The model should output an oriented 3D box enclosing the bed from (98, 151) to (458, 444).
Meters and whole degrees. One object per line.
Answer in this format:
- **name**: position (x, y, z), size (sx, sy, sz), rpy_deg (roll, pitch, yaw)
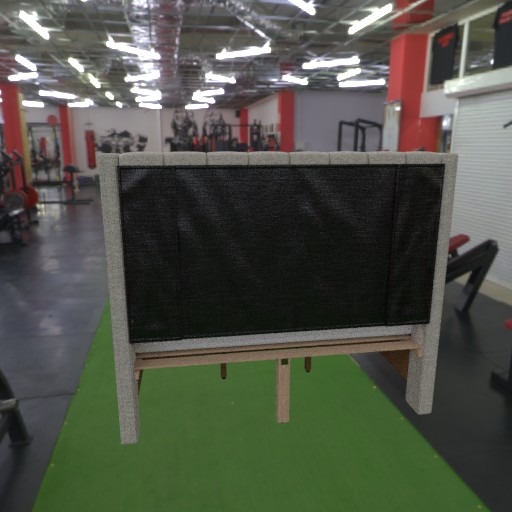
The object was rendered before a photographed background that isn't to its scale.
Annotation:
- **bed**: position (0.000, 0.000, 3.775), size (2.044, 1.748, 2.372), rpy_deg (-2, 14, -9)
